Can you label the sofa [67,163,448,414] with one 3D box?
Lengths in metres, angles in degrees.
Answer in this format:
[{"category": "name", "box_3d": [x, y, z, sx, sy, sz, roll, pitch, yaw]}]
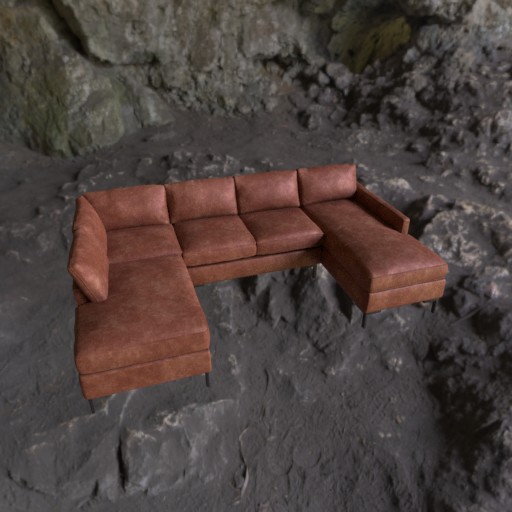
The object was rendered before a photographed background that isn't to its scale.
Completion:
[{"category": "sofa", "box_3d": [0.000, 0.000, 3.890, 2.956, 0.900, 1.939, -9, 31, -15]}]
